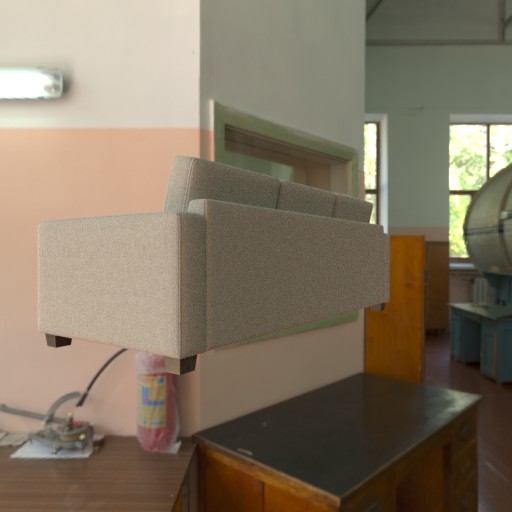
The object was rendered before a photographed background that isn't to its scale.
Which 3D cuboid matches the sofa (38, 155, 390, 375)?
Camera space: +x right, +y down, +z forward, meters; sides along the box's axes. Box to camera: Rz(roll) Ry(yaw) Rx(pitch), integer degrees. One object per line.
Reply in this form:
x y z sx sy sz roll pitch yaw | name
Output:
0.000 0.000 2.599 0.900 0.800 2.160 0 1 35 | sofa
